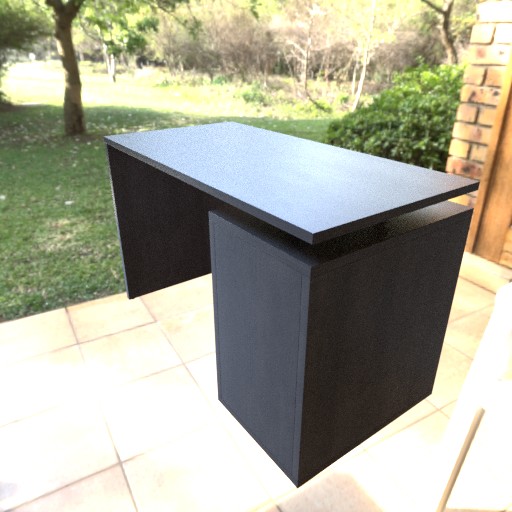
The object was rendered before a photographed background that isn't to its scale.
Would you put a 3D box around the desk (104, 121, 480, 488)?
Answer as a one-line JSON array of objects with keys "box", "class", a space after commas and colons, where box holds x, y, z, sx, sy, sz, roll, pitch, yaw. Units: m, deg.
[{"box": [0.000, 0.000, 1.616, 0.600, 0.740, 1.200, -18, 31, -32], "class": "desk"}]
